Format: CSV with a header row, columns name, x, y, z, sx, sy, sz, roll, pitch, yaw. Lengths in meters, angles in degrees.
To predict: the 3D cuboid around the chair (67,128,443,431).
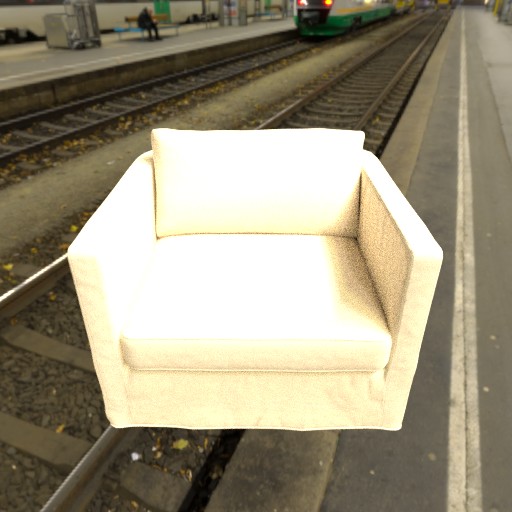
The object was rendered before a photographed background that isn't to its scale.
name,x,y,z,sx,sy,sz,roll,pitch,yaw
chair,0.000,0.000,1.719,1.057,0.851,0.947,0,31,1
